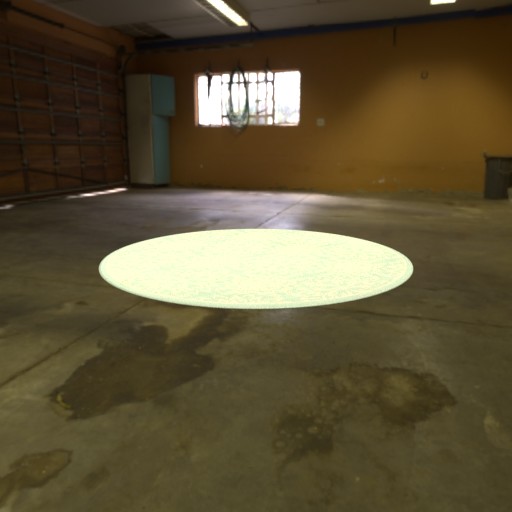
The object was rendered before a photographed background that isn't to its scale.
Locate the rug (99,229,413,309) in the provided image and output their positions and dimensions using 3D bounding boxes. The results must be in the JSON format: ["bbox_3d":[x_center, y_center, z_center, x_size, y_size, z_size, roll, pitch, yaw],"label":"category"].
[{"bbox_3d":[0.000,0.000,2.374,1.593,0.012,1.593,0,14,0],"label":"rug"}]
